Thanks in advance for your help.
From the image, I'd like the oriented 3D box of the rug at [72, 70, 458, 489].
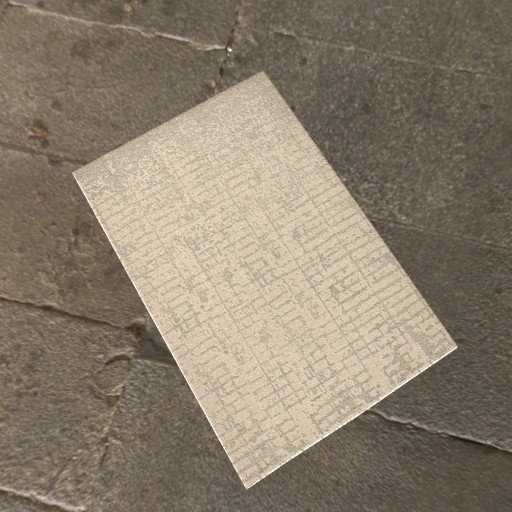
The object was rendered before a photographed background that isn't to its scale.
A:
[{"bbox_3d":[0.000,0.000,2.280,1.211,0.007,1.827,-31,78,-7],"label":"rug"}]
